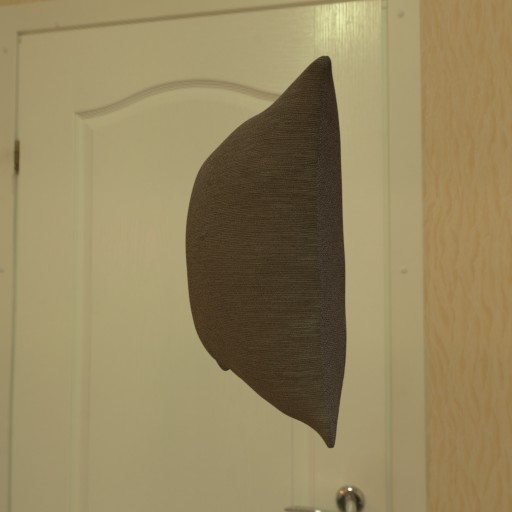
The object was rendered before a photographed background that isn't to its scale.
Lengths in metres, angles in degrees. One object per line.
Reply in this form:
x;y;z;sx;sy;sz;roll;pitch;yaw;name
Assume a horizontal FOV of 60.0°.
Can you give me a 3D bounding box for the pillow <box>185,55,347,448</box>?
0.000;0.000;0.686;0.204;0.439;0.452;1;-2;-19;pillow
